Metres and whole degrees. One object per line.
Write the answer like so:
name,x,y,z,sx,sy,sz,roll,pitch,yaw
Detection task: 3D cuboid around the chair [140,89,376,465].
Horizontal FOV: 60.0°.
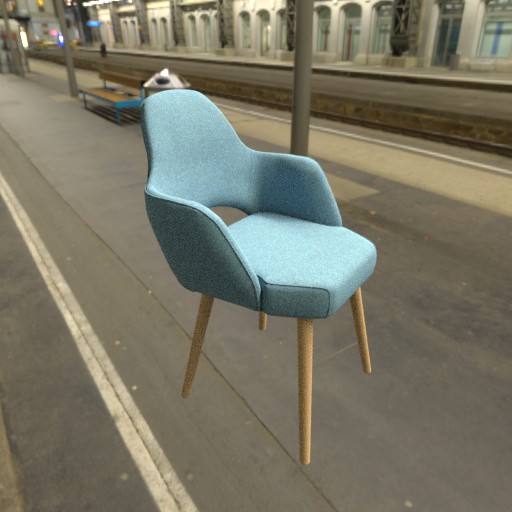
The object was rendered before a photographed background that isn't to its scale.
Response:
chair,0.000,0.000,1.355,0.666,0.920,0.589,17,31,31
